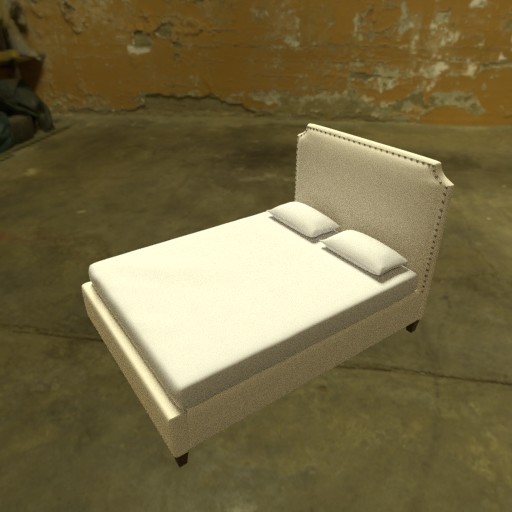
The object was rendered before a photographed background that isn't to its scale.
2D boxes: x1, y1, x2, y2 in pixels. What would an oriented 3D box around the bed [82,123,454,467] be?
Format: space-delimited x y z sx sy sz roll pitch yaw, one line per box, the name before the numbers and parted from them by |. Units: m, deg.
bed | 0.000 0.000 3.518 2.372 1.497 1.712 -19 35 -30
